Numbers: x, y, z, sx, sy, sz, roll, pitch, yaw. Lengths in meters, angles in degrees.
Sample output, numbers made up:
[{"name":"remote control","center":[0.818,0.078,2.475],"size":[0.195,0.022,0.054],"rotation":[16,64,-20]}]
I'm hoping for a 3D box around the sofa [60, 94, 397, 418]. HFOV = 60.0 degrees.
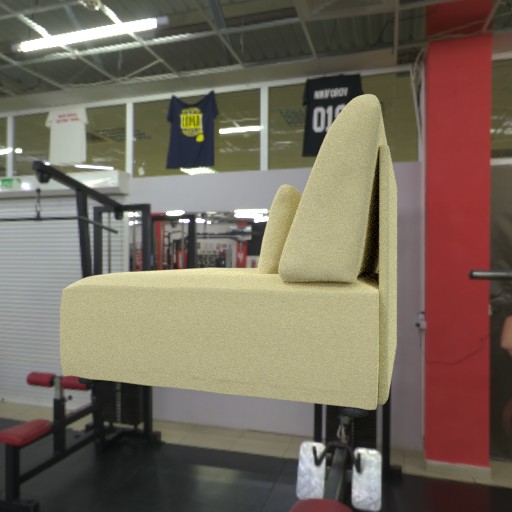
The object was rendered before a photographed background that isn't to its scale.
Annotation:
[{"name":"sofa","center":[0.000,0.000,1.679],"size":[1.000,0.820,0.930],"rotation":[0,0,19]}]
